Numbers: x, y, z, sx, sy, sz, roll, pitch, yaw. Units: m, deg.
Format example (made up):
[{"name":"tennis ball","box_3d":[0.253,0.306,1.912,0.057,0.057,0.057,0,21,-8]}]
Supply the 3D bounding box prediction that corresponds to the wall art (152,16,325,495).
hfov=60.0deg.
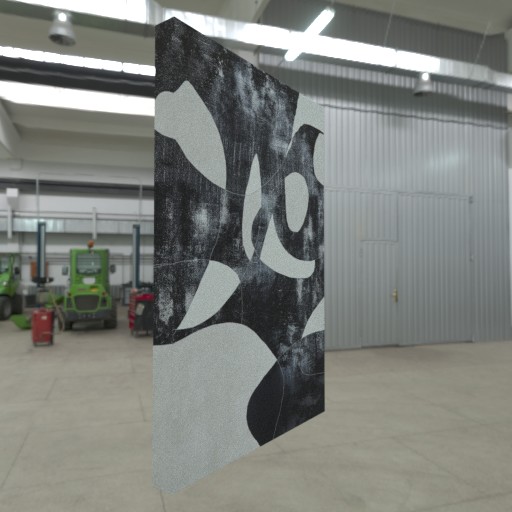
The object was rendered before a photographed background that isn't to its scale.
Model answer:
[{"name":"wall art","box_3d":[0.000,0.000,0.738,0.039,0.610,0.407,-1,-2,37]}]
